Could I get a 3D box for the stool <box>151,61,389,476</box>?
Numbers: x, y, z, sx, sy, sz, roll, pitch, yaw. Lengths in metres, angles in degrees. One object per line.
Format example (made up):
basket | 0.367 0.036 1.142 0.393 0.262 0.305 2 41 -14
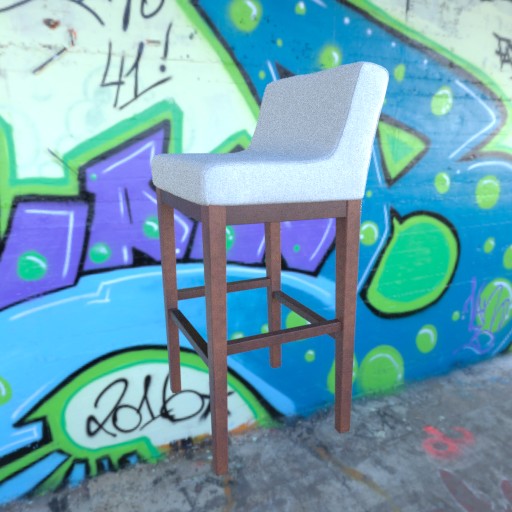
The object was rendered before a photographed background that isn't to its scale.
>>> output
stool | 0.000 0.000 1.319 0.500 1.037 0.511 -7 17 -25
